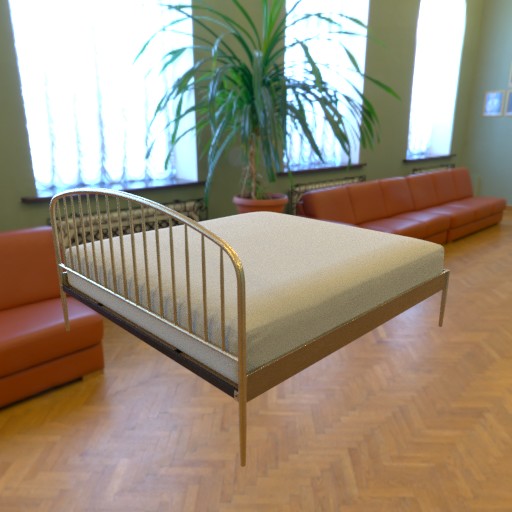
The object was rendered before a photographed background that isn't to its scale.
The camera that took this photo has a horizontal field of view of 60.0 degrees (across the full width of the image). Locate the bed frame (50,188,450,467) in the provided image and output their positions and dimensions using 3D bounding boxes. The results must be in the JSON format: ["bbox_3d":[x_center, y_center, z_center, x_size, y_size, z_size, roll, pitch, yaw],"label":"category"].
[{"bbox_3d":[0.000,0.000,3.285,2.152,1.174,2.016,-15,22,-42],"label":"bed frame"}]
